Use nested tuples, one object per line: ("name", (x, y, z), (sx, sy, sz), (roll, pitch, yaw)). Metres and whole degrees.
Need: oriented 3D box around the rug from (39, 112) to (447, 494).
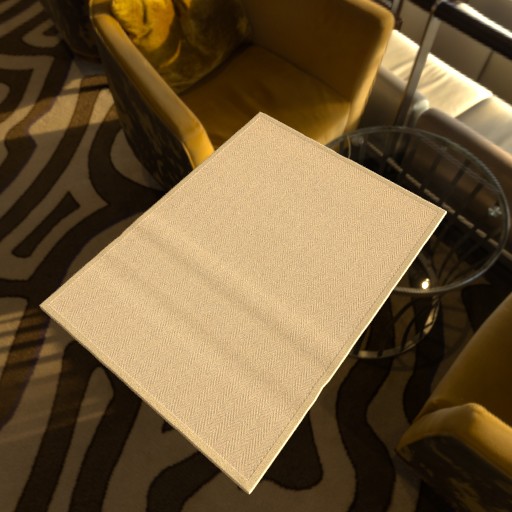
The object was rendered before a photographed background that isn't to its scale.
("rug", (0.000, 0.000, 4.797), (2.734, 0.037, 3.659), (34, 64, 19))
